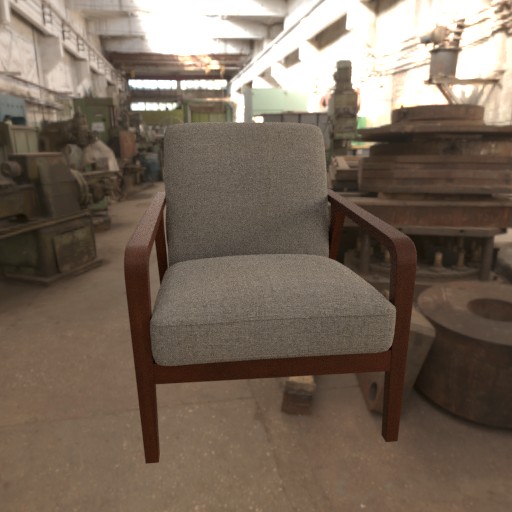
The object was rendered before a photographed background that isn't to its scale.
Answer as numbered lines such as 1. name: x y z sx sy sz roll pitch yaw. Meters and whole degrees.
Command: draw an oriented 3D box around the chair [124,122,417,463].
1. chair: 0.000 0.000 1.444 0.704 0.847 0.858 -2 16 -7
